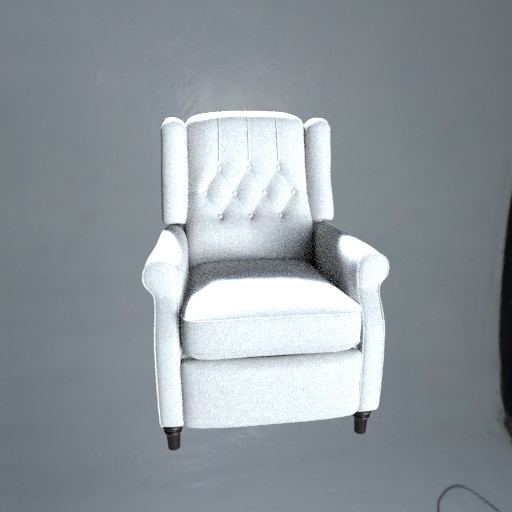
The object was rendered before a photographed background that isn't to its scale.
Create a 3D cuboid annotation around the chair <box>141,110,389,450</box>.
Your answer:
[{"bbox_3d":[0.000,0.000,1.626,0.742,1.035,0.902,-2,16,-7],"label":"chair"}]
